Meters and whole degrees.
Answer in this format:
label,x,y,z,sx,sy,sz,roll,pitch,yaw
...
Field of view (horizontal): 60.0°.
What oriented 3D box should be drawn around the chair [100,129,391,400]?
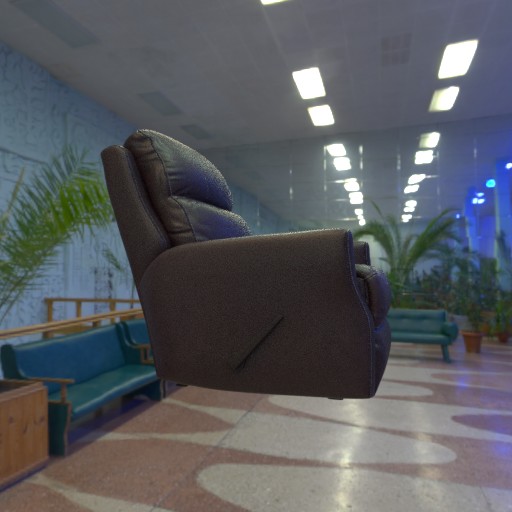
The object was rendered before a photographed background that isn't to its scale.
label,x,y,z,sx,sy,sz,roll,pitch,yaw
chair,0.000,0.000,1.864,1.080,1.030,0.829,-1,-2,19
